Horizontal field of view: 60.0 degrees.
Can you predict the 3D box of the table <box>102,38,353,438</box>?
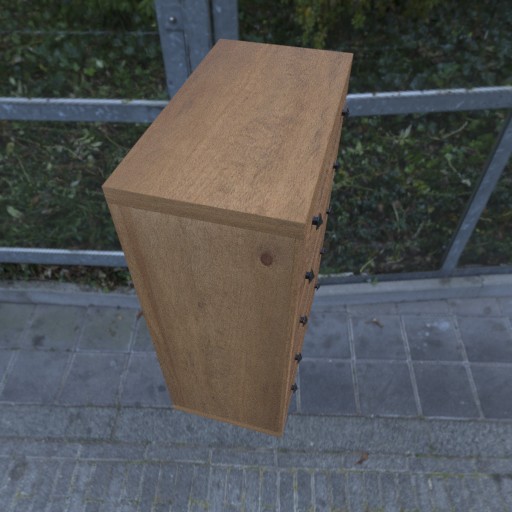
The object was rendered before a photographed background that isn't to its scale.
[{"bbox_3d":[0.000,0.000,1.785,0.524,1.294,0.901,11,49,10],"label":"table"}]
